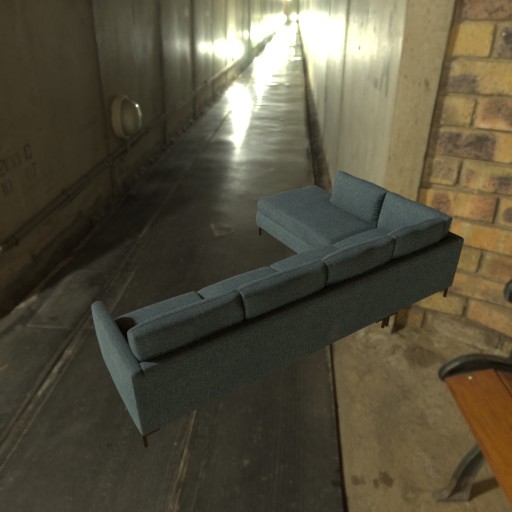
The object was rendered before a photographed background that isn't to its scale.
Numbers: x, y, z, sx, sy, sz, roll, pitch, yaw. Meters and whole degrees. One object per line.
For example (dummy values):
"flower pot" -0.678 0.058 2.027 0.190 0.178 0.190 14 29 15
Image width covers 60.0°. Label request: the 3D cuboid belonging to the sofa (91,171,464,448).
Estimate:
"sofa" 0.000 0.000 3.859 2.949 0.815 2.007 -18 35 -28
